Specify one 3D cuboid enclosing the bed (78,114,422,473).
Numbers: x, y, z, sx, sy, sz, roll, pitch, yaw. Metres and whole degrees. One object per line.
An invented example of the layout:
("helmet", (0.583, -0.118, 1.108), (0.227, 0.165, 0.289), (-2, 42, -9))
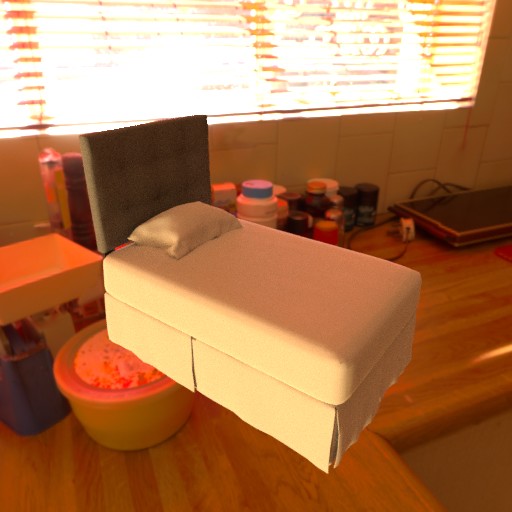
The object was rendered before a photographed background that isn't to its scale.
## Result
("bed", (0.000, 0.000, 3.005), (1.997, 1.571, 1.261), (18, 31, 33))
